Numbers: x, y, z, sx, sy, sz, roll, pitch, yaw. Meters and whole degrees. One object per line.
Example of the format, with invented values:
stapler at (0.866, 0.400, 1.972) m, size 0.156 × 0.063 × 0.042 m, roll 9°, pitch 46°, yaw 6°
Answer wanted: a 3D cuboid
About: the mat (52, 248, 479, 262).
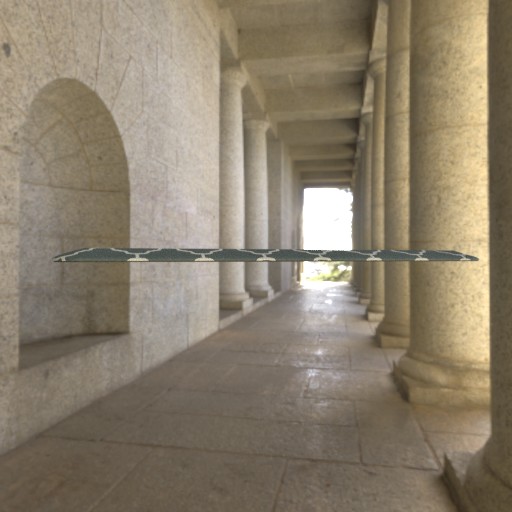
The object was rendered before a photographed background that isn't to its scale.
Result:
mat at (0.000, 0.000, 0.962) m, size 0.762 × 0.021 × 0.508 m, roll 0°, pitch 0°, yaw -18°
